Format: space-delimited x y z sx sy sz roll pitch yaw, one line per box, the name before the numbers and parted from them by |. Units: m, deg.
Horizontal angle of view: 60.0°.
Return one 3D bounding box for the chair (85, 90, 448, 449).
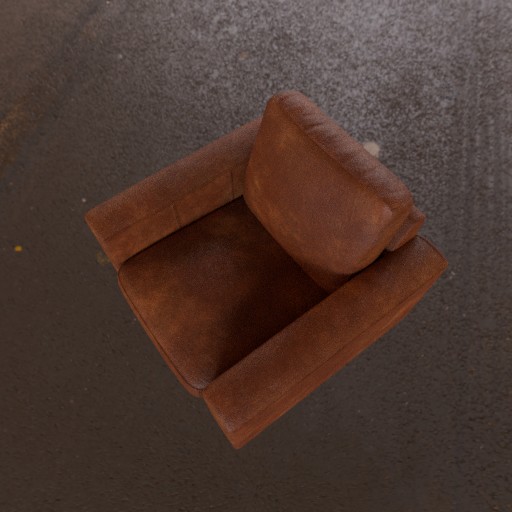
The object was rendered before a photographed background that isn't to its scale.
chair | 0.000 0.000 1.757 1.016 0.873 1.005 -33 67 -16
